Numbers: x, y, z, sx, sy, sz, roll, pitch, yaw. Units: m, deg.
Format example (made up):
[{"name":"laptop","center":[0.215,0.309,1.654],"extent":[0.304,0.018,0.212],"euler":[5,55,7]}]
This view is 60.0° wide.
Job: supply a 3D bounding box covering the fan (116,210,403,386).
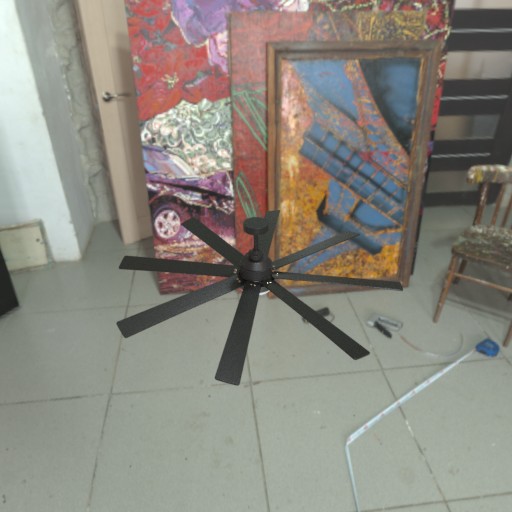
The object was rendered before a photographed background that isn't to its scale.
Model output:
[{"name":"fan","center":[0.000,0.000,2.792],"extent":[1.830,0.472,1.830],"euler":[-21,38,-30]}]
